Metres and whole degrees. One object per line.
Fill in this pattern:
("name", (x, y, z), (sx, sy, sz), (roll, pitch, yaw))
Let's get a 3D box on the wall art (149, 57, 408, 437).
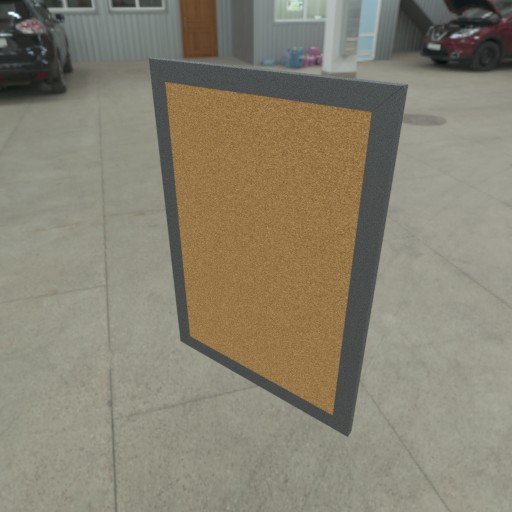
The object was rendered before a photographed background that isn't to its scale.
("wall art", (0.000, 0.000, 0.680), (0.380, 0.534, 0.013), (21, 36, 31))
